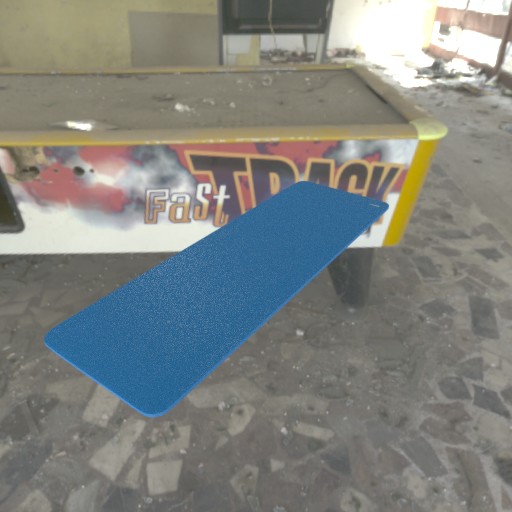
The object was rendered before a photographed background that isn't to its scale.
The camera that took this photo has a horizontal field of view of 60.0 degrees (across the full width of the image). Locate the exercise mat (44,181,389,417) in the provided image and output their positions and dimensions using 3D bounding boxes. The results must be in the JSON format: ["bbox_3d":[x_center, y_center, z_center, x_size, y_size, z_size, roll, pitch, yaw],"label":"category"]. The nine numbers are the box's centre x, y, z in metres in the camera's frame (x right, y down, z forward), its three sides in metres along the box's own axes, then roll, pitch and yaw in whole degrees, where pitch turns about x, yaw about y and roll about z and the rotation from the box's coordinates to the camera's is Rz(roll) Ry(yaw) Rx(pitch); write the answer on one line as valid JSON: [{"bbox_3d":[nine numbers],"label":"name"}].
[{"bbox_3d":[0.000,0.000,2.110,0.616,0.021,1.869,21,38,30],"label":"exercise mat"}]
